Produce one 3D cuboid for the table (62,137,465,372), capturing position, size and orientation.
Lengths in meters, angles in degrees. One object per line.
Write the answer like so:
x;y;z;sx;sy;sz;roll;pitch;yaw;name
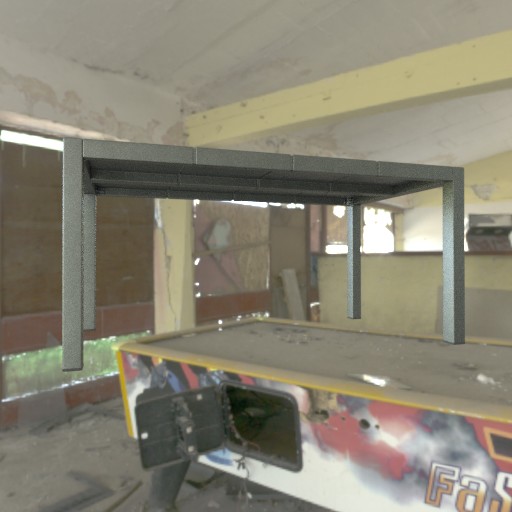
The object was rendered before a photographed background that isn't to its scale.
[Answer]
0.000;0.000;1.275;0.965;0.460;0.559;0;-1;-17;table
